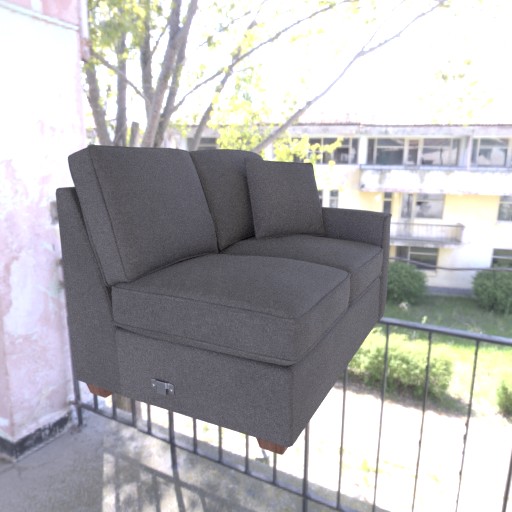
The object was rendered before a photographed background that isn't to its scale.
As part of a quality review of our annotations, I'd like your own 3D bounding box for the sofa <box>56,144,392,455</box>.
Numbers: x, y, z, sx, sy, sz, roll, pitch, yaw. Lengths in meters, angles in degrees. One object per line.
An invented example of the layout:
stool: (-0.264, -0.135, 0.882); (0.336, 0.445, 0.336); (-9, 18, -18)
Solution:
sofa: (0.000, 0.000, 2.063); (0.991, 0.989, 1.388); (7, 14, 27)
